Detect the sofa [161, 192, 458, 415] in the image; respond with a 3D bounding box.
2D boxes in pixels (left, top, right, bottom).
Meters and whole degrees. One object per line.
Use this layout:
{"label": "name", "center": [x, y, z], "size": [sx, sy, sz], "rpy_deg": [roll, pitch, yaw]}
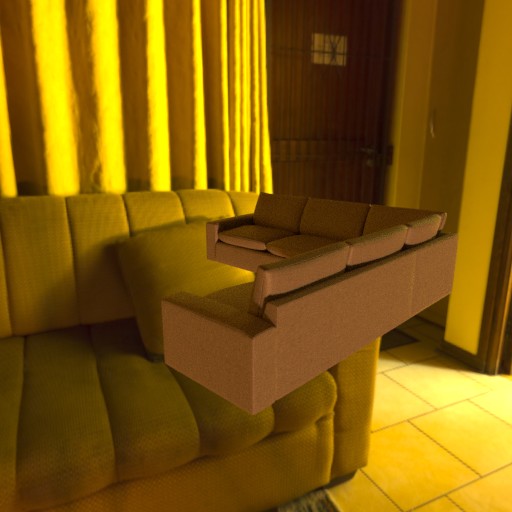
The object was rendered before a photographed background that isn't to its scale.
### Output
{"label": "sofa", "center": [0.000, 0.000, 4.087], "size": [2.622, 0.800, 2.742], "rpy_deg": [14, 20, 42]}
